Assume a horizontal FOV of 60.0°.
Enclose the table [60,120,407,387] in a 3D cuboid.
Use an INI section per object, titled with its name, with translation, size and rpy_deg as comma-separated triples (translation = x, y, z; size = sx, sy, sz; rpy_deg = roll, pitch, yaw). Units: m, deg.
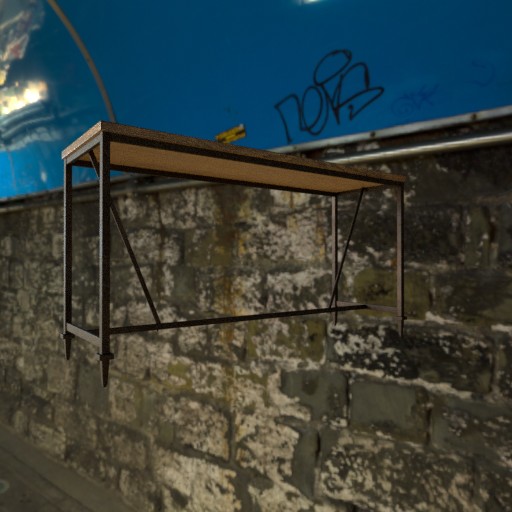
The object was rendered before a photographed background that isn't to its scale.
[table]
translation = 0.000, 0.000, 2.205
size = 1.700, 0.902, 0.551
rpy_deg = 0, 0, -36
